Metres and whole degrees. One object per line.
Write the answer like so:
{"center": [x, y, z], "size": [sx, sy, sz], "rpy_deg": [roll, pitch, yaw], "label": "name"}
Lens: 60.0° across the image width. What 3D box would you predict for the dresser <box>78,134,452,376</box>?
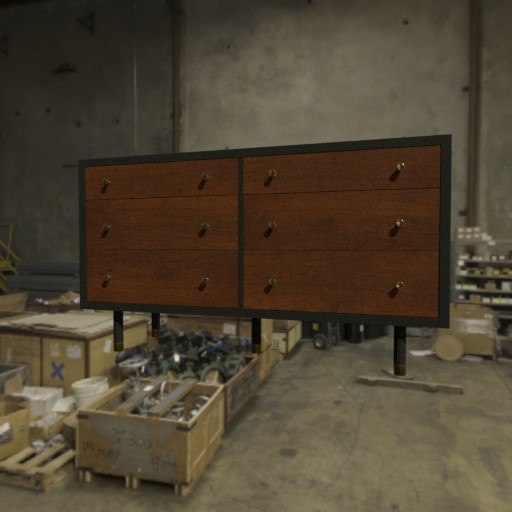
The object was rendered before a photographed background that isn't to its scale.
{"center": [0.000, 0.000, 1.984], "size": [1.558, 0.872, 0.463], "rpy_deg": [0, 2, 18], "label": "dresser"}
